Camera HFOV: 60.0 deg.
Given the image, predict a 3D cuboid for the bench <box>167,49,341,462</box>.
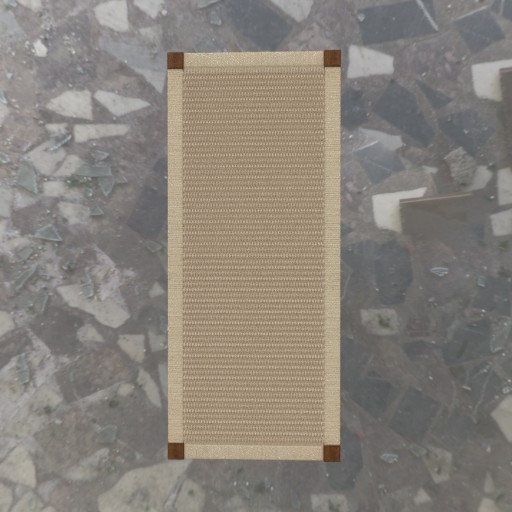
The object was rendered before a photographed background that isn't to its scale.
[{"bbox_3d":[0.000,0.000,1.522,0.507,0.457,1.198,0,90,2],"label":"bench"}]
